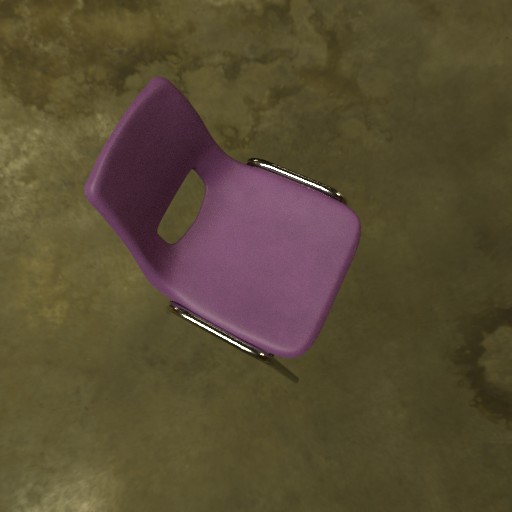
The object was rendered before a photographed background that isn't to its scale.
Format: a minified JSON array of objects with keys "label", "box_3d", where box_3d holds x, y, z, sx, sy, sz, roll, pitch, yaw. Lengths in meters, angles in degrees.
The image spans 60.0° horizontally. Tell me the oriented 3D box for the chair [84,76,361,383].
[{"label":"chair","box_3d":[0.000,0.000,0.929,0.432,0.704,0.381,25,76,7]}]
